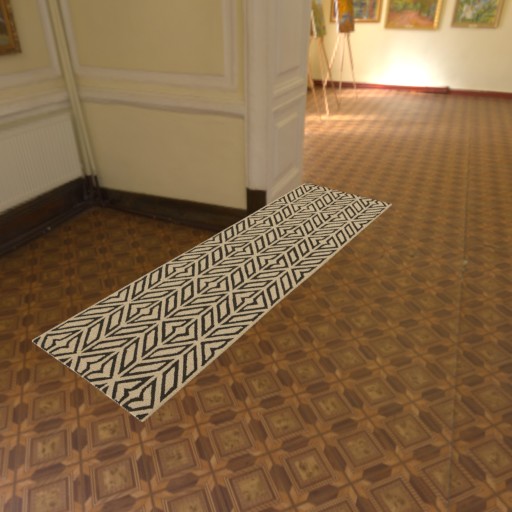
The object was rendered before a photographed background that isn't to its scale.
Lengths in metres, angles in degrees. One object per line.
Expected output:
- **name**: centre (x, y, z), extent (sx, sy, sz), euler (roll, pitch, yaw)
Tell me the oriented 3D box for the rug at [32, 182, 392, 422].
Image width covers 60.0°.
- **rug**: centre (0.000, 0.000, 2.671), extent (0.750, 0.009, 2.435), euler (21, 36, 31)
